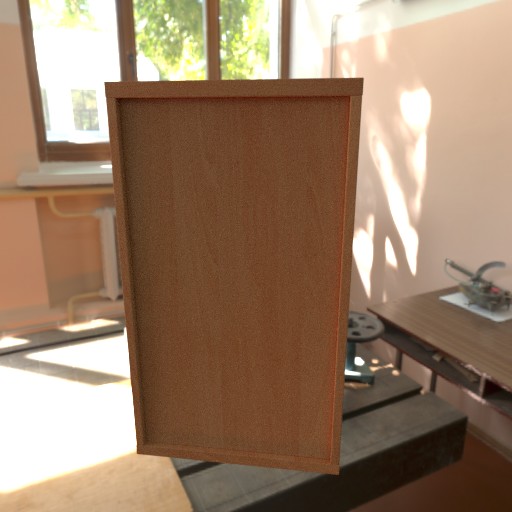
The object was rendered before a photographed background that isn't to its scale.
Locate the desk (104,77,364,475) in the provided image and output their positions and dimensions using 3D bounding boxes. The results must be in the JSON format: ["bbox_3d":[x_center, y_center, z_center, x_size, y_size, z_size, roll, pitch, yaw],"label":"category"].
[{"bbox_3d":[0.000,0.000,1.062,0.404,0.730,0.600,2,16,8],"label":"desk"}]
